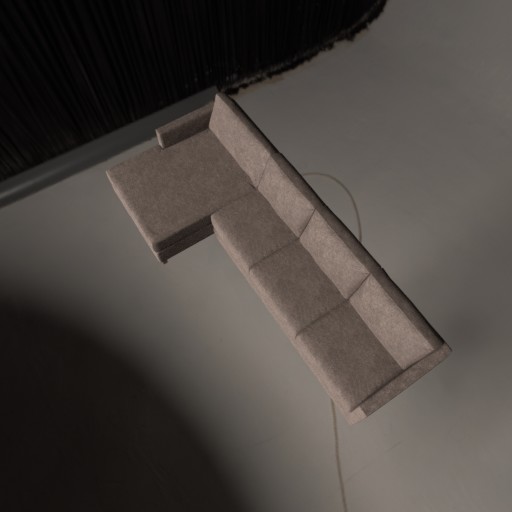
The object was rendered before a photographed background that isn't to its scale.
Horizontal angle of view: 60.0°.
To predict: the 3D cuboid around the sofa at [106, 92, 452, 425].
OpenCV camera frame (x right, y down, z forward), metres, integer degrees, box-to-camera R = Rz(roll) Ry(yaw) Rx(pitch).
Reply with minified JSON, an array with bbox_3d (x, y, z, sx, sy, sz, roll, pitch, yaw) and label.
[{"bbox_3d":[0.000,0.000,4.285,1.606,0.954,3.471,-31,67,-15],"label":"sofa"}]
